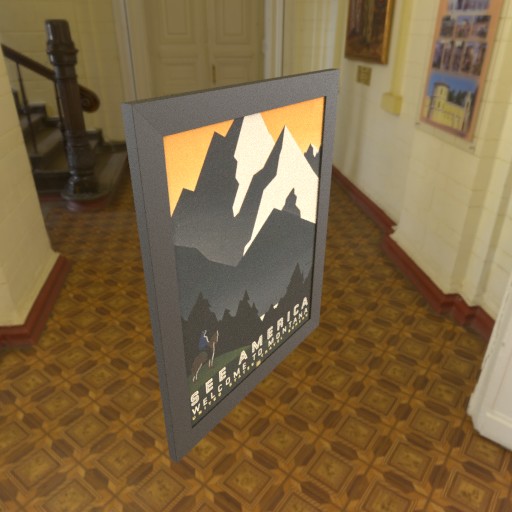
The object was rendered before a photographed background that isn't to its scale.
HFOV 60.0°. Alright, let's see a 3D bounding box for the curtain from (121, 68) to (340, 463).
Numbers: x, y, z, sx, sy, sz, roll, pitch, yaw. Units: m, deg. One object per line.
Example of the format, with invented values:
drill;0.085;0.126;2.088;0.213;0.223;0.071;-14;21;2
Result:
curtain;0.000;0.000;0.793;0.027;0.585;0.483;19;34;32
